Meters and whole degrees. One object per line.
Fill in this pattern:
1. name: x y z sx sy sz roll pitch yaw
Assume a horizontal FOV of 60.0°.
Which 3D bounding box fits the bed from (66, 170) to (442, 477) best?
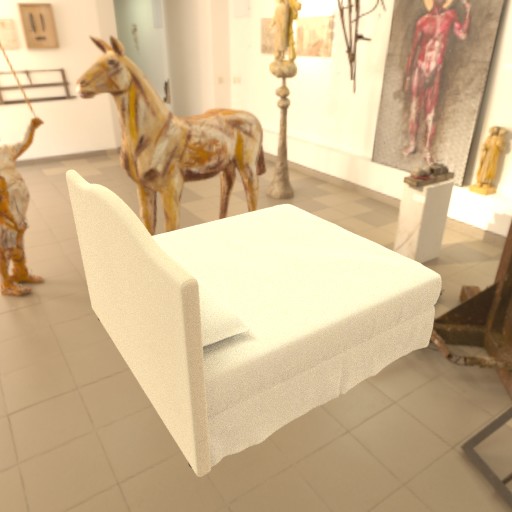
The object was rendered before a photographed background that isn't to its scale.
1. bed: 0.000 0.000 3.471 2.182 1.421 2.083 -17 31 -30
